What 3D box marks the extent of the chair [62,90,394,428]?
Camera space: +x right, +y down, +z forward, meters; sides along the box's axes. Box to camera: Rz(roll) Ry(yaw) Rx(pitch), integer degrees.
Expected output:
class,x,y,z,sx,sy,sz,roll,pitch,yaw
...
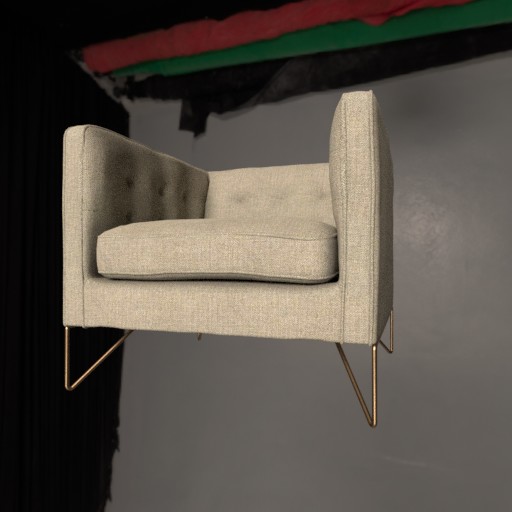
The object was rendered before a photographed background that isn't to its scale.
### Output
class,x,y,z,sx,sy,sz,roll,pitch,yaw
chair,0.000,0.000,1.569,0.920,0.799,0.912,0,0,20
